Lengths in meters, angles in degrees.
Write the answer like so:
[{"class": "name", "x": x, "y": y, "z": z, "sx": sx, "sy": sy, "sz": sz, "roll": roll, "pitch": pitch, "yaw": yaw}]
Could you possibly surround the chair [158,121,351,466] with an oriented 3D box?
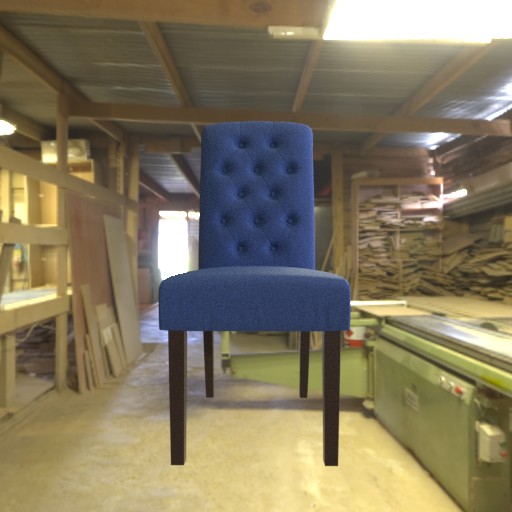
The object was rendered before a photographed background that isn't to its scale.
[{"class": "chair", "x": 0.000, "y": 0.000, "z": 1.382, "sx": 0.456, "sy": 1.006, "sz": 0.671, "roll": 0, "pitch": 0, "yaw": 1}]
